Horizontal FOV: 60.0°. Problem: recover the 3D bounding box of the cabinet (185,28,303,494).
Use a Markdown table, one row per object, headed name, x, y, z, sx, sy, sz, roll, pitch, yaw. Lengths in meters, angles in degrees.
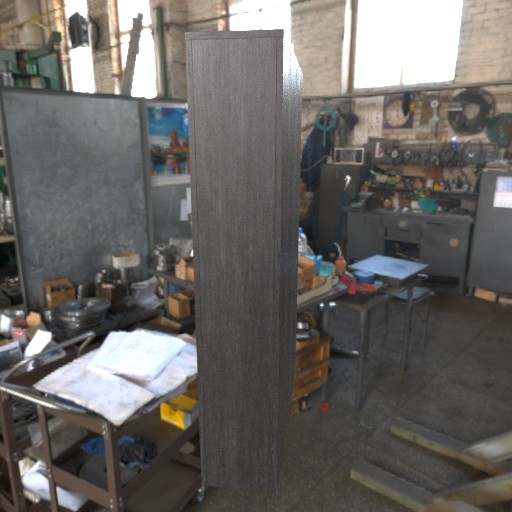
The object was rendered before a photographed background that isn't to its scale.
| name | x | y | z | sx | sy | sz | roll | pitch | yaw |
| --- | --- | --- | --- | --- | --- | --- | --- | --- | --- |
| cabinet | 0.000 | 0.000 | 1.552 | 0.250 | 1.280 | 0.750 | 2 | 15 | 9 |
